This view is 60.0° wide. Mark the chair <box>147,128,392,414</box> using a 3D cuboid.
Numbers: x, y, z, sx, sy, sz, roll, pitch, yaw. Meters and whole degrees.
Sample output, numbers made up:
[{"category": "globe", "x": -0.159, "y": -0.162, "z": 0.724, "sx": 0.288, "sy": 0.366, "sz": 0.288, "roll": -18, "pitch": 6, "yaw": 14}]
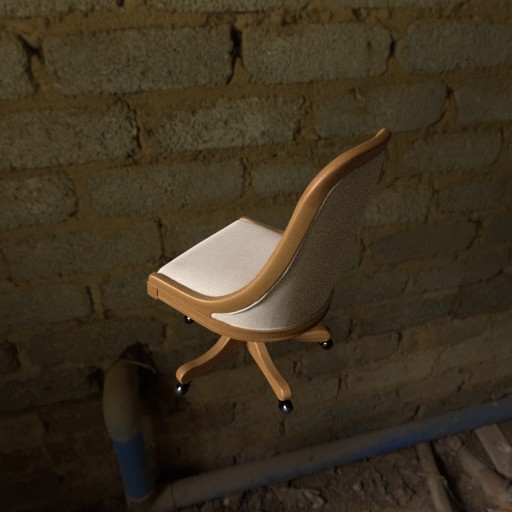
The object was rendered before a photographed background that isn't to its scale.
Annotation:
[{"category": "chair", "x": 0.000, "y": 0.000, "z": 1.621, "sx": 0.811, "sy": 1.009, "sz": 0.702, "roll": 20, "pitch": 37, "yaw": 29}]
